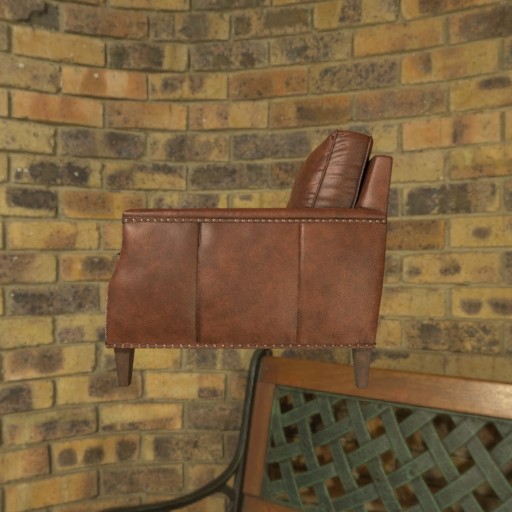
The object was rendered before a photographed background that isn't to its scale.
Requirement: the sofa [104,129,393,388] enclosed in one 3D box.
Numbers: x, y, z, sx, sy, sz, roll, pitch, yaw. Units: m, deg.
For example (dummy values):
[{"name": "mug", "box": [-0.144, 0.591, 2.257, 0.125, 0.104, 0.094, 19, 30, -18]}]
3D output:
[{"name": "sofa", "box": [0.000, 0.000, 2.389, 1.083, 1.003, 1.628, 0, -1, 2]}]
